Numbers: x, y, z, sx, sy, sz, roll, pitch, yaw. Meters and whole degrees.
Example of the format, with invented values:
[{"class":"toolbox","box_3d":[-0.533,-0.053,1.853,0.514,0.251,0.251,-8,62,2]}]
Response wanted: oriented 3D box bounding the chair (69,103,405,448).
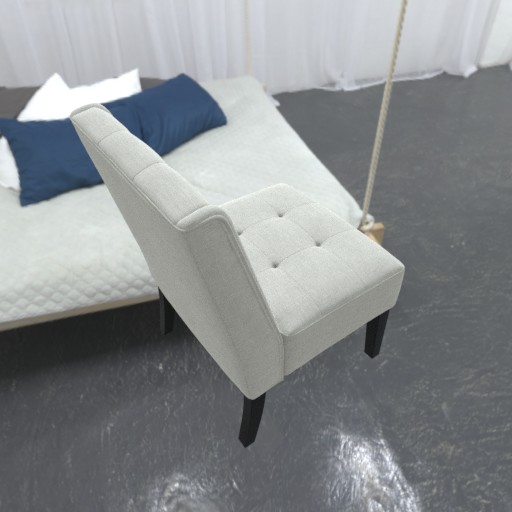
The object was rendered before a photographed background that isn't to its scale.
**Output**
[{"class":"chair","box_3d":[0.000,0.000,1.263,0.676,0.853,0.569,-25,47,-26]}]
